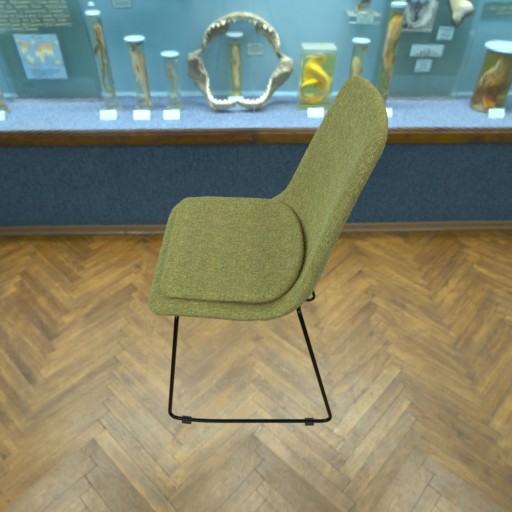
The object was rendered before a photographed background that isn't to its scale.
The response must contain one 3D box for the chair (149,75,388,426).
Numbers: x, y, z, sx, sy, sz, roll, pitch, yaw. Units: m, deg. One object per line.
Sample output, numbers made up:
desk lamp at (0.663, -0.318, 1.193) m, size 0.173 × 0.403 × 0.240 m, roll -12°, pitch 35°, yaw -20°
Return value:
chair at (0.000, 0.000, 1.146) m, size 0.496 × 0.849 × 0.479 m, roll 0°, pitch 41°, yaw 0°
